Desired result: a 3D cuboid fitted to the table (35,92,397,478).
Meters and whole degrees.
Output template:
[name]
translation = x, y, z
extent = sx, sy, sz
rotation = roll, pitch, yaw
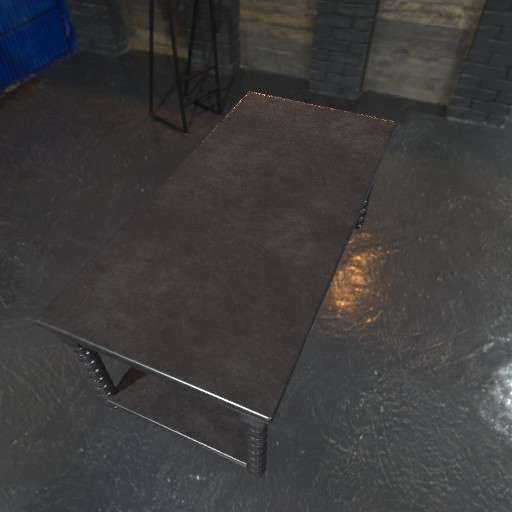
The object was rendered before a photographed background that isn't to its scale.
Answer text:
[table]
translation = 0.000, 0.000, 1.444
extent = 0.580, 0.487, 1.171
rotation = 18, 49, 16
